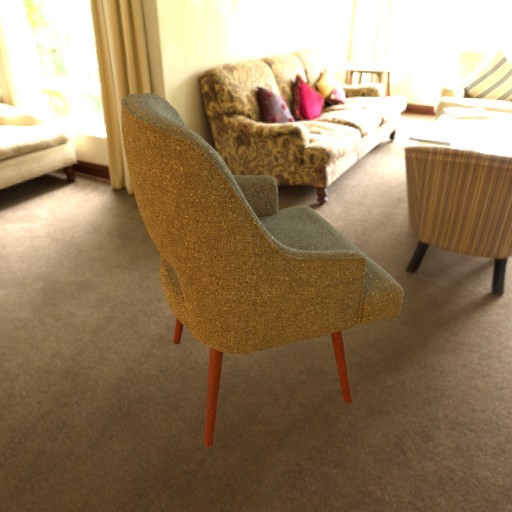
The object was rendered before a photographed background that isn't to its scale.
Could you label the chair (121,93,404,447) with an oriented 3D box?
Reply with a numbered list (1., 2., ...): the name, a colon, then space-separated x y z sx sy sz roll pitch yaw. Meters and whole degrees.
1. chair: 0.000 0.000 1.263 0.629 0.875 0.608 -10 32 -17
